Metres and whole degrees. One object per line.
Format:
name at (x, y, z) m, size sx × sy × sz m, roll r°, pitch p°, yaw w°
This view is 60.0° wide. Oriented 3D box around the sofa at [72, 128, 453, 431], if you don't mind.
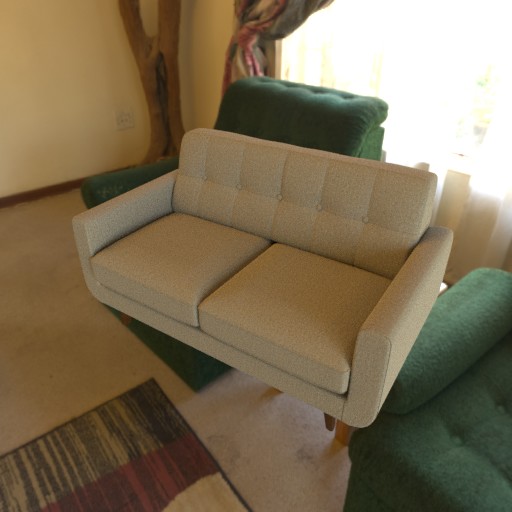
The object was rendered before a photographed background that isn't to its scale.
sofa at (0.000, 0.000, 2.238) m, size 1.651 × 0.925 × 0.952 m, roll 19°, pitch 36°, yaw 28°
